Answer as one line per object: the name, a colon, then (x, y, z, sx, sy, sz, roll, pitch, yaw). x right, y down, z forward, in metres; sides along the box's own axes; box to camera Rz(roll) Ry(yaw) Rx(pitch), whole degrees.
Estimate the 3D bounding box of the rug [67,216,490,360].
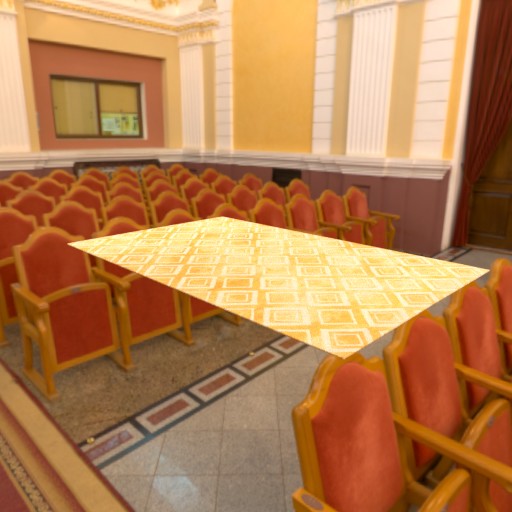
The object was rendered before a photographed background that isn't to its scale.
rug: (0.000, 0.000, 2.950, 2.424, 0.010, 1.511, 15, 22, 43)
